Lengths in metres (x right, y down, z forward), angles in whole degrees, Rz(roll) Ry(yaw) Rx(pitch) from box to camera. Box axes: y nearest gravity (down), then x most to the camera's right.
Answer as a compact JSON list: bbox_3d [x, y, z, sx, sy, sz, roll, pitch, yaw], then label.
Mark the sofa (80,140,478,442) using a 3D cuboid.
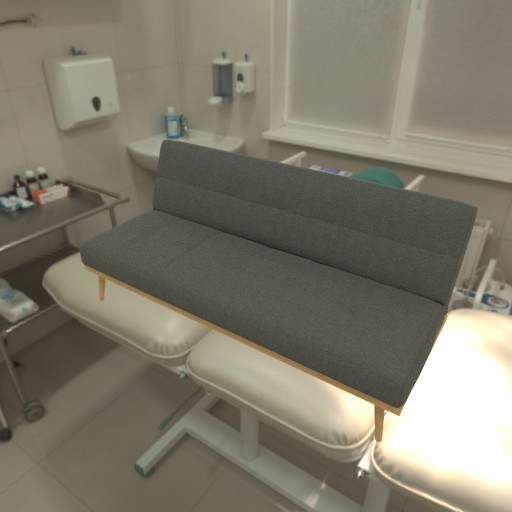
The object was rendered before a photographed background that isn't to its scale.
[{"bbox_3d":[0.000,0.000,2.233,1.820,0.770,0.820,19,35,29],"label":"sofa"}]
